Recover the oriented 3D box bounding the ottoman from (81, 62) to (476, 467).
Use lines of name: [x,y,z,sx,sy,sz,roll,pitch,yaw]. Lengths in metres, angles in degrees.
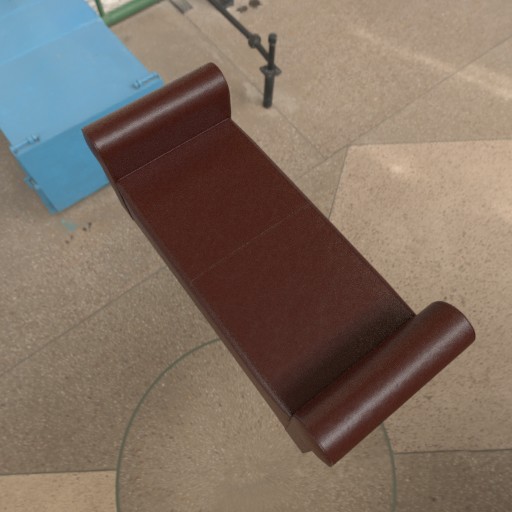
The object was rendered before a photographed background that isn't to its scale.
ottoman: [0.000,0.000,1.513,0.521,0.547,1.256,-34,69,-15]
